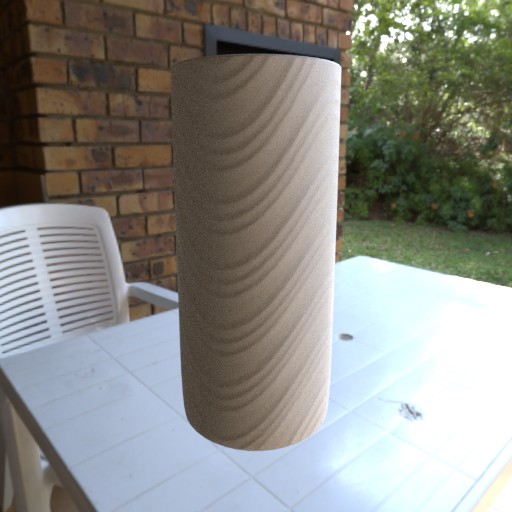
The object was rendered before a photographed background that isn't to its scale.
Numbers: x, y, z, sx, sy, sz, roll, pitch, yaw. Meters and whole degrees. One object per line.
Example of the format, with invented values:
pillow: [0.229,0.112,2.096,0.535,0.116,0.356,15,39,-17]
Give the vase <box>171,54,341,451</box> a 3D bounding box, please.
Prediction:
vase: [0.000,0.000,0.402,0.143,0.316,0.143,0,15,0]
